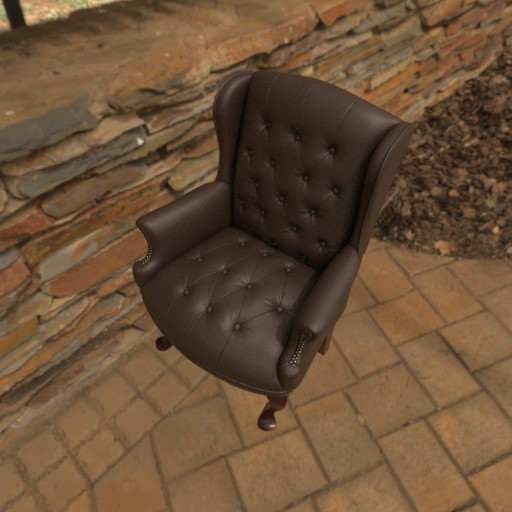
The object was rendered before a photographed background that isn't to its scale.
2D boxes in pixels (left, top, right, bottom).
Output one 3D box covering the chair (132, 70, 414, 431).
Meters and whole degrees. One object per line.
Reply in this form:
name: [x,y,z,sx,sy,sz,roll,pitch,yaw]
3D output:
chair: [0.000,0.000,1.703,0.829,1.132,0.819,30,53,25]
